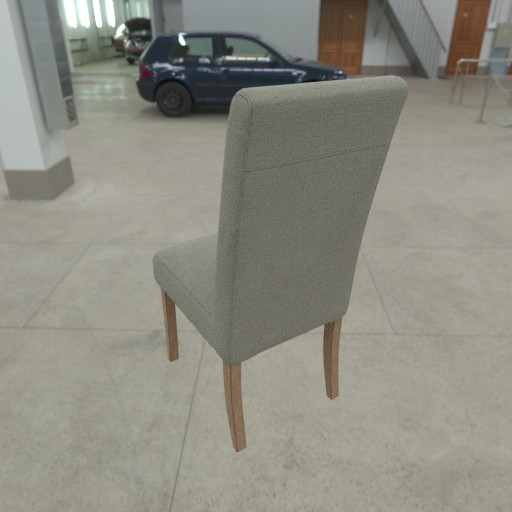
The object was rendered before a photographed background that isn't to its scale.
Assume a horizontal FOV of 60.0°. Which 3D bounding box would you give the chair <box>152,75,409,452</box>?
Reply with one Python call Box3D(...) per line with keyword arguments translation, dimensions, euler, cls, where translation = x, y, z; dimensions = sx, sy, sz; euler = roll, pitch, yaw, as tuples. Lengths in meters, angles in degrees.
Box3D(translation=(0.000, 0.000, 1.334), dimensions=(0.450, 1.033, 0.611), euler=(-17, 32, -29), cls="chair")
